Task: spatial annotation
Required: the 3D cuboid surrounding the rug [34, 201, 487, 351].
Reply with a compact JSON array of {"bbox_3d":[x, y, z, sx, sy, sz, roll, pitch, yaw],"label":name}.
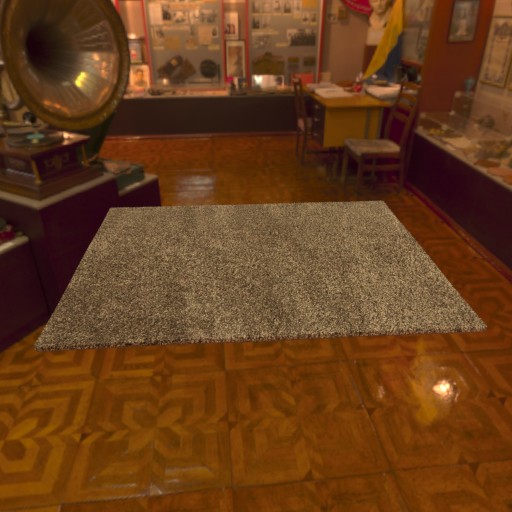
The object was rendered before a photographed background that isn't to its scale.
[{"bbox_3d":[0.000,0.000,2.080,1.601,0.025,1.198,-2,29,-3],"label":"rug"}]
